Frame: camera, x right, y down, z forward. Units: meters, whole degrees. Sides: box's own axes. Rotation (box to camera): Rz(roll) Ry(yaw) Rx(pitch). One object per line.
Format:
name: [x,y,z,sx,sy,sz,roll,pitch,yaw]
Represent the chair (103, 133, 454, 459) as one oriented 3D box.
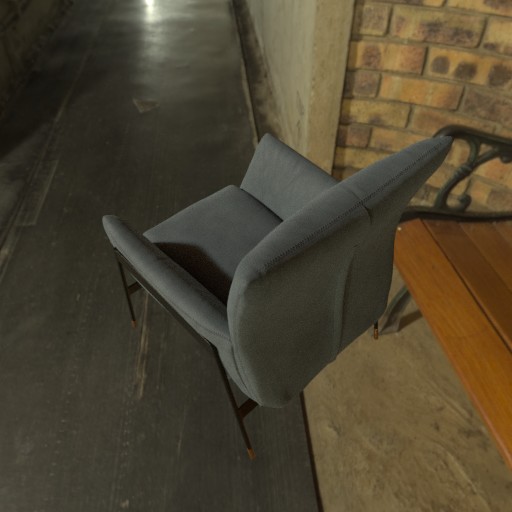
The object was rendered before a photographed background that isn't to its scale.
chair: [0.000,0.000,1.366,0.678,0.858,0.709,-34,55,-28]
